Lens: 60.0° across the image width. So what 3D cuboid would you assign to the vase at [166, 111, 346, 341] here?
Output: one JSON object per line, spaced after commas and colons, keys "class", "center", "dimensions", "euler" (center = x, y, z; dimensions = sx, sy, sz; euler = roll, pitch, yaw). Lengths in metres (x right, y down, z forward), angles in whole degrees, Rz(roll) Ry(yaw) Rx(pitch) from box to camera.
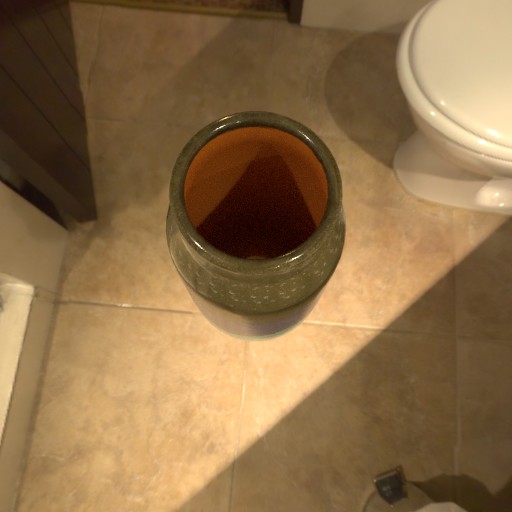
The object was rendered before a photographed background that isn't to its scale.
{"class": "vase", "center": [0.000, 0.000, 0.386], "dimensions": [0.139, 0.313, 0.139], "euler": [0, 76, 0]}
